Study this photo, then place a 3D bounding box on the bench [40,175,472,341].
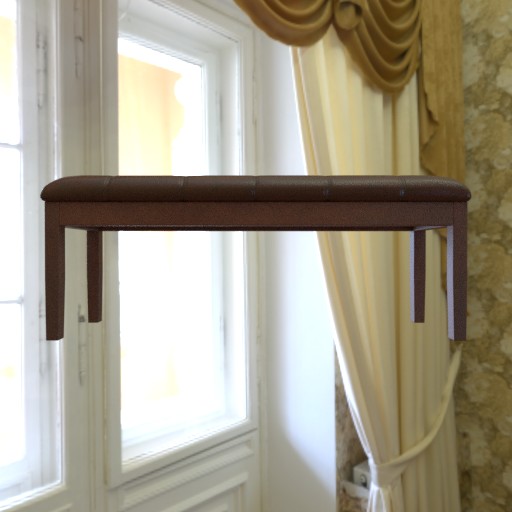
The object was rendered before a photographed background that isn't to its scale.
[{"bbox_3d":[0.000,0.000,1.472,1.259,0.491,0.401,0,1,0],"label":"bench"}]
